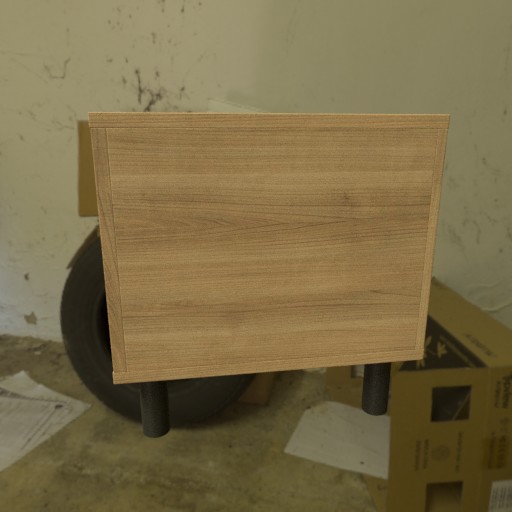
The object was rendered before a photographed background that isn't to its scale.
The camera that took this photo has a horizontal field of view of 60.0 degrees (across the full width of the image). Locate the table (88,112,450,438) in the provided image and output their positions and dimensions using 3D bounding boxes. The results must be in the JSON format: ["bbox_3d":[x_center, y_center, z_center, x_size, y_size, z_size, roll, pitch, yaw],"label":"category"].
[{"bbox_3d":[0.000,0.000,0.777,0.445,0.460,0.380,-2,16,-9],"label":"table"}]
